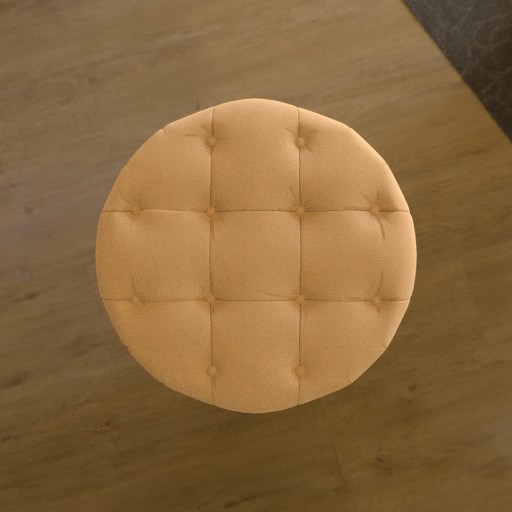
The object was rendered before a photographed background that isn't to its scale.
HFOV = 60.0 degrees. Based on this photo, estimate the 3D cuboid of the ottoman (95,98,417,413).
[{"bbox_3d":[0.000,0.000,1.395,0.901,0.439,0.901,0,90,1],"label":"ottoman"}]
